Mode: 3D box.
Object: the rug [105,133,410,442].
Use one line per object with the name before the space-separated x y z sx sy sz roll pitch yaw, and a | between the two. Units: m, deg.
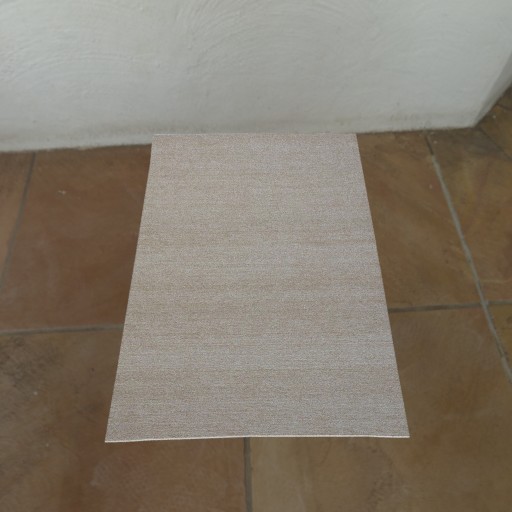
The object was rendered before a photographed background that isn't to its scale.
rug | 0.000 0.000 3.683 2.032 0.038 2.869 0 59 0
